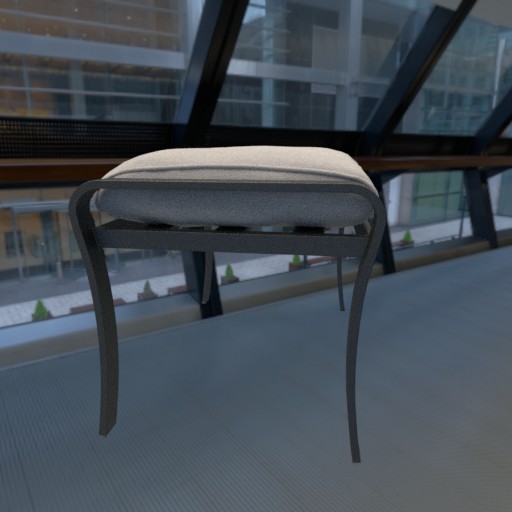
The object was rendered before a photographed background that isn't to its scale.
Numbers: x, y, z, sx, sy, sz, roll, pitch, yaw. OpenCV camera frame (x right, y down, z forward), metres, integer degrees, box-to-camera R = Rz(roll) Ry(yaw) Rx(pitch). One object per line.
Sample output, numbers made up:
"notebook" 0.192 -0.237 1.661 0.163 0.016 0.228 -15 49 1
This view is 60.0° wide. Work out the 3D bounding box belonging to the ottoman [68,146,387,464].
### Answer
"ottoman" 0.000 0.000 0.876 0.406 0.422 0.610 2 15 9
